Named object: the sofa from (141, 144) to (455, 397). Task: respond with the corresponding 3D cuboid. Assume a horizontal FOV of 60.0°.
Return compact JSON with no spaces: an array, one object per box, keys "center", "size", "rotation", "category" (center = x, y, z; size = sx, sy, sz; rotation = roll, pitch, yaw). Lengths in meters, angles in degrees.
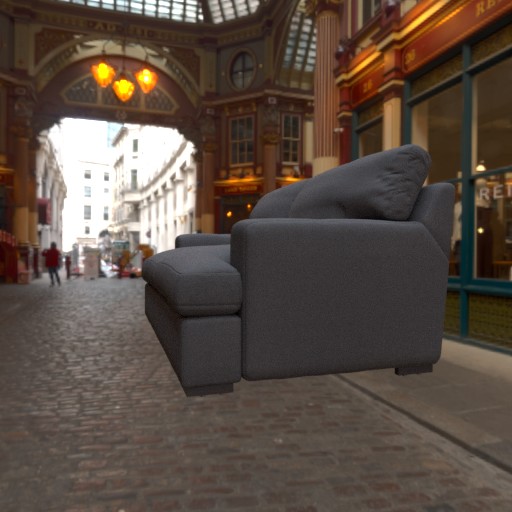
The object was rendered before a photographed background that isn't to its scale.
[{"center":[0.000,0.000,2.479],"size":[1.143,0.940,1.880],"rotation":[0,1,-18],"category":"sofa"}]
